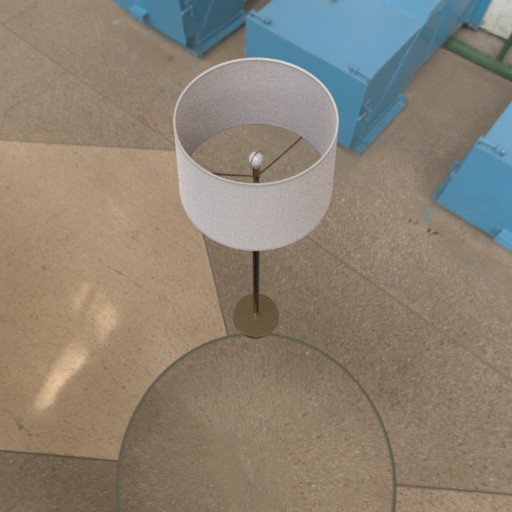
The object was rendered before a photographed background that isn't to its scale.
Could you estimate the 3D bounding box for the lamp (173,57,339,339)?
[{"bbox_3d":[0.000,0.000,1.641,0.420,1.447,0.420,0,64,0],"label":"lamp"}]
